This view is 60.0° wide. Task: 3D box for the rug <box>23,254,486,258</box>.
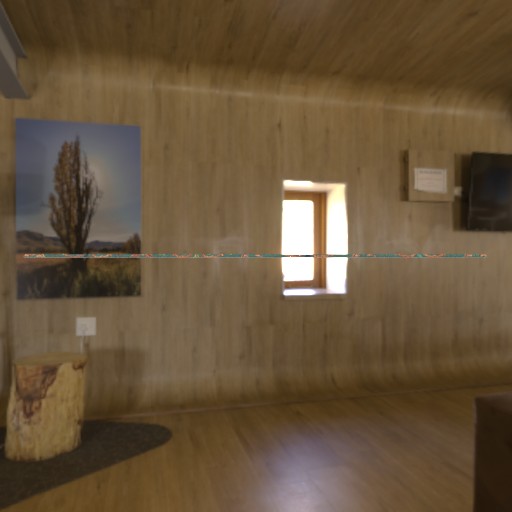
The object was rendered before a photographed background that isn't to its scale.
[{"bbox_3d":[0.000,0.000,4.267,3.204,0.025,2.434,0,0,1],"label":"rug"}]
